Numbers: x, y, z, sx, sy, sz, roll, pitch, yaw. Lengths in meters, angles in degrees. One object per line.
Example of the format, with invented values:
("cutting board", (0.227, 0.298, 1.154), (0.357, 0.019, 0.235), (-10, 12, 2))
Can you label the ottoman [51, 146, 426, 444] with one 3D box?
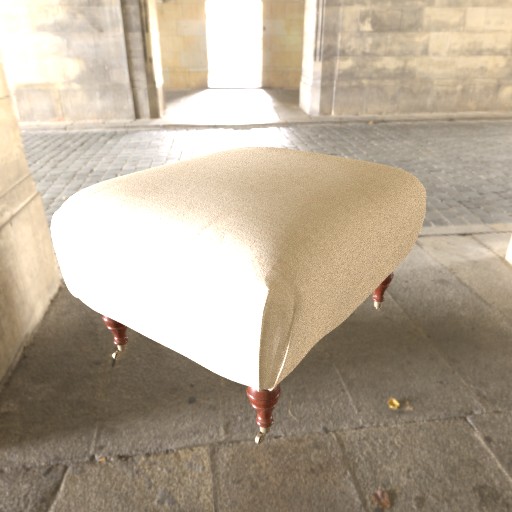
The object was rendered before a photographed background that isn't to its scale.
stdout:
("ottoman", (0.000, 0.000, 1.104), (0.622, 0.450, 0.747), (18, 31, 32))
